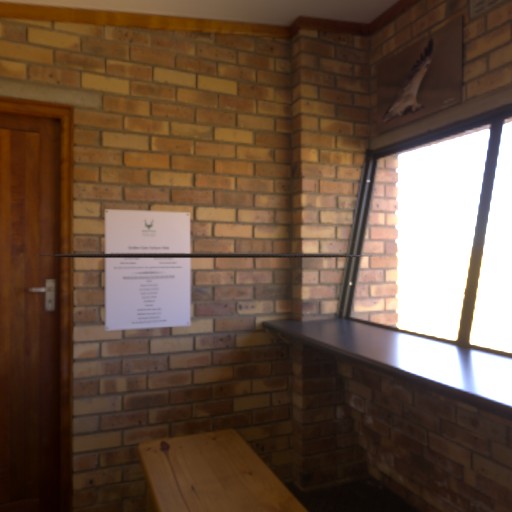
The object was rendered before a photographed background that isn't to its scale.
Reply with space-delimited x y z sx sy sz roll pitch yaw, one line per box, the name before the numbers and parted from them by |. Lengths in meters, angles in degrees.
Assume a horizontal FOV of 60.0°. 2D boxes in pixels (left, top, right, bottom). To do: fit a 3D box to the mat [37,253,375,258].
mat | 0.000 0.000 1.816 0.913 0.013 1.524 0 0 35
